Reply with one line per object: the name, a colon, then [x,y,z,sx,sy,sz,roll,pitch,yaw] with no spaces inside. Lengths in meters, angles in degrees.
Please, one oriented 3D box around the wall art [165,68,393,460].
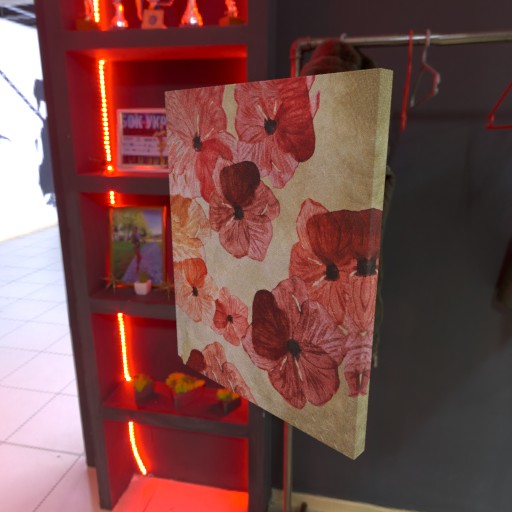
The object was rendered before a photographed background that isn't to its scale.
wall art: [0.000,0.000,0.696,0.406,0.508,0.028,14,21,42]
